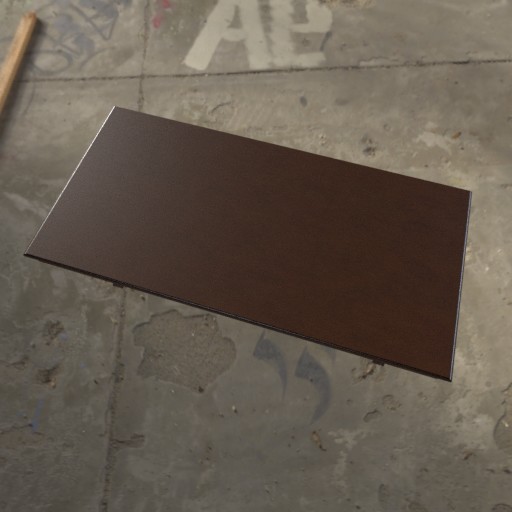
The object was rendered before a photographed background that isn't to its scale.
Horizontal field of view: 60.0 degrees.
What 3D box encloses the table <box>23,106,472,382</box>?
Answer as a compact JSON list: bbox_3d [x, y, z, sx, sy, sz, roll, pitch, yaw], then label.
[{"bbox_3d":[0.000,0.000,1.501,1.197,0.459,0.594,15,64,8],"label":"table"}]
